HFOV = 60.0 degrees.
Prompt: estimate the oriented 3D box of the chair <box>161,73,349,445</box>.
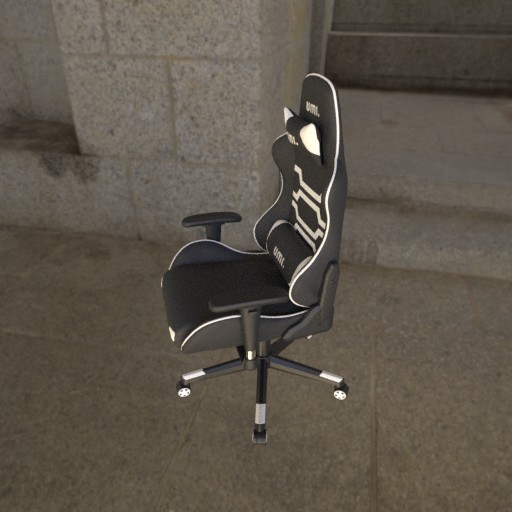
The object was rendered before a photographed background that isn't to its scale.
[{"bbox_3d":[0.000,0.000,1.640,0.700,1.240,0.700,-8,31,-14],"label":"chair"}]
